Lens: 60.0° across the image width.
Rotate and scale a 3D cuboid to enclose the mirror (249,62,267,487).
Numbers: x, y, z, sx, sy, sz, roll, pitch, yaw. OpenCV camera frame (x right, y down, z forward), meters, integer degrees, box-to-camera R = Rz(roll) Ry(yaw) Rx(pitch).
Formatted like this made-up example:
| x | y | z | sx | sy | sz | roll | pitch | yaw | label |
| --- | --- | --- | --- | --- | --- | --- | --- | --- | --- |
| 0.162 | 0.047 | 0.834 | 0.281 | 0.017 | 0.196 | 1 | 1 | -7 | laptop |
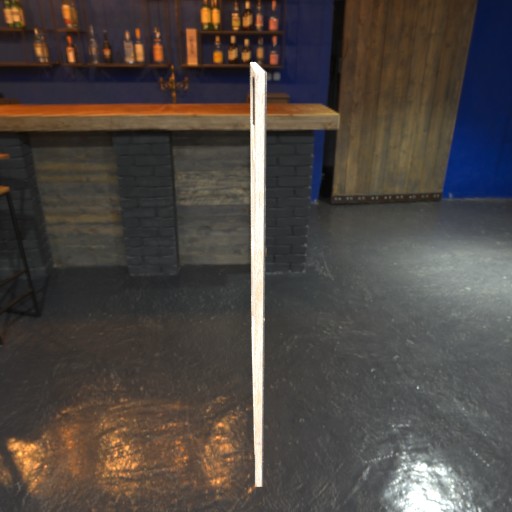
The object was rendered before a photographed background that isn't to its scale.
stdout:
| x | y | z | sx | sy | sz | roll | pitch | yaw | label |
| --- | --- | --- | --- | --- | --- | --- | --- | --- | --- |
| 0.000 | 0.000 | 1.262 | 0.025 | 0.996 | 0.705 | -1 | 25 | -1 | mirror |
